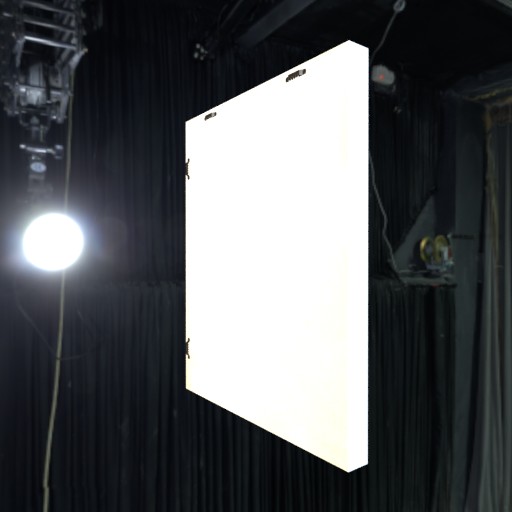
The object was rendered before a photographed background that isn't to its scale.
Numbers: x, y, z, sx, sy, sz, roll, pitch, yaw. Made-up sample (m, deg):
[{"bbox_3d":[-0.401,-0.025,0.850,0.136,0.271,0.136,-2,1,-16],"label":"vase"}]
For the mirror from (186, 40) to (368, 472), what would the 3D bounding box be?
[{"bbox_3d":[0.000,0.000,0.693,0.041,0.509,0.406,0,0,-37],"label":"mirror"}]
